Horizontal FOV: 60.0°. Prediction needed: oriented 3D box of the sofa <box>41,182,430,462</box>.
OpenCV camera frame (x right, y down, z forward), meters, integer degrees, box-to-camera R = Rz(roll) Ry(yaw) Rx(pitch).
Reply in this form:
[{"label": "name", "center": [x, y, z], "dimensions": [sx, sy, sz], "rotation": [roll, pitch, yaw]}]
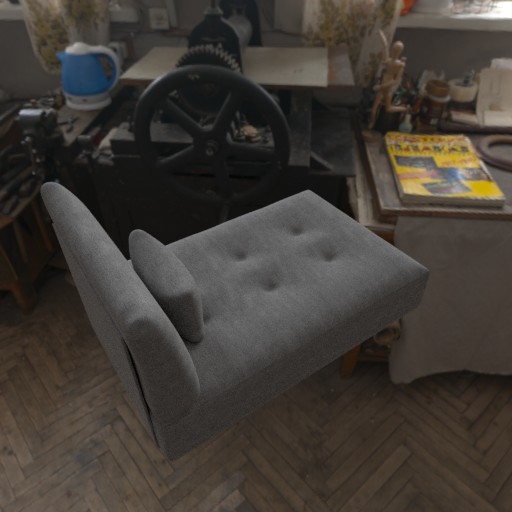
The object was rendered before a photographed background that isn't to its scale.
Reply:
[{"label": "sofa", "center": [0.000, 0.000, 2.002], "dimensions": [1.450, 0.820, 0.930], "rotation": [-24, 46, -26]}]
